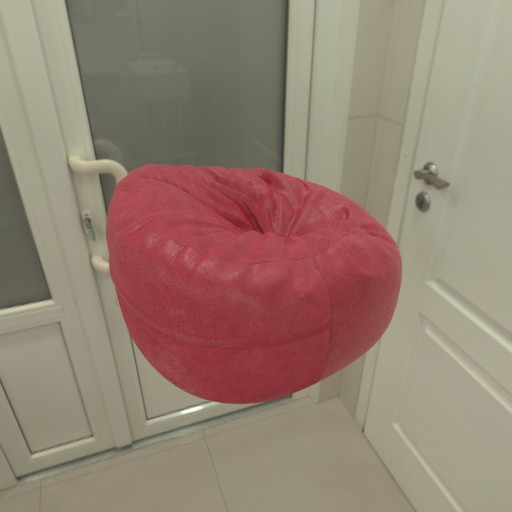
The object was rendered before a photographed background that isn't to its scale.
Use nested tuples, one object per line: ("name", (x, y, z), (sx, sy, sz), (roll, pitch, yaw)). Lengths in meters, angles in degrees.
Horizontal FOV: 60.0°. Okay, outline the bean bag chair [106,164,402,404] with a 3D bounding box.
("bean bag chair", (0.000, 0.000, 2.430), (1.524, 0.878, 1.524), (-11, 33, -17))
